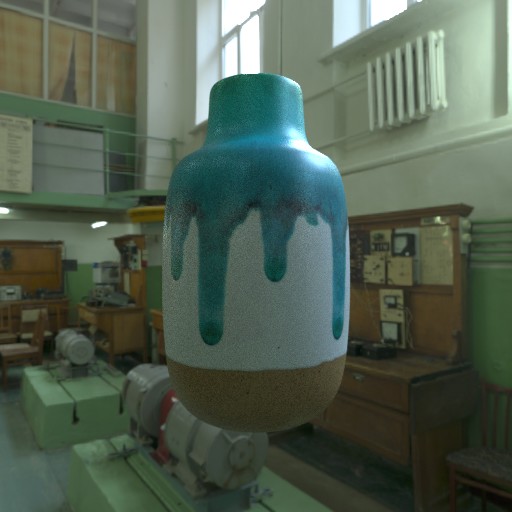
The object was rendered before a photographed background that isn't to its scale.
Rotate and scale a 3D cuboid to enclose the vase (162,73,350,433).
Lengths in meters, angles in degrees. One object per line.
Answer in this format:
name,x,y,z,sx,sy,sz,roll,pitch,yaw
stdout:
vase,0.000,0.000,0.256,0.106,0.192,0.106,0,-1,0
